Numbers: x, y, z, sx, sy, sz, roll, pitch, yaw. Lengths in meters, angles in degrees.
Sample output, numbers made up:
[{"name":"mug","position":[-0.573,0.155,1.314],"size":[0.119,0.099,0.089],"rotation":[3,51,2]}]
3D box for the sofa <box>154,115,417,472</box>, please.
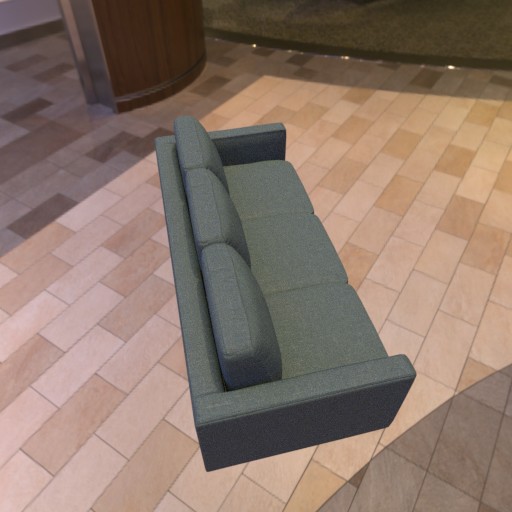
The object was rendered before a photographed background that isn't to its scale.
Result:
[{"name":"sofa","position":[0.000,0.000,2.538],"size":[0.935,0.945,2.013],"rotation":[-10,47,-9]}]
